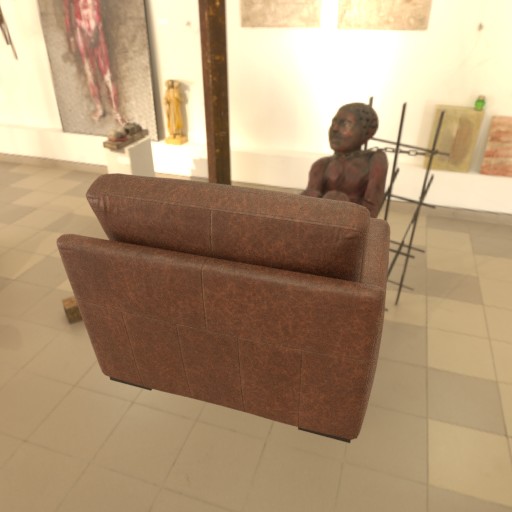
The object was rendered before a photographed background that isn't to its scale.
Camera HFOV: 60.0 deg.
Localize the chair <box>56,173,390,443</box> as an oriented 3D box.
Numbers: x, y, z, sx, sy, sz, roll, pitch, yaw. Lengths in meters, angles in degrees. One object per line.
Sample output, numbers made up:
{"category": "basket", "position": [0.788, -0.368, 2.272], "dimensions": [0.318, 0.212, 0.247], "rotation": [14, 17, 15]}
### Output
{"category": "chair", "position": [0.000, 0.000, 1.991], "dimensions": [1.168, 0.939, 1.143], "rotation": [9, 32, 15]}
